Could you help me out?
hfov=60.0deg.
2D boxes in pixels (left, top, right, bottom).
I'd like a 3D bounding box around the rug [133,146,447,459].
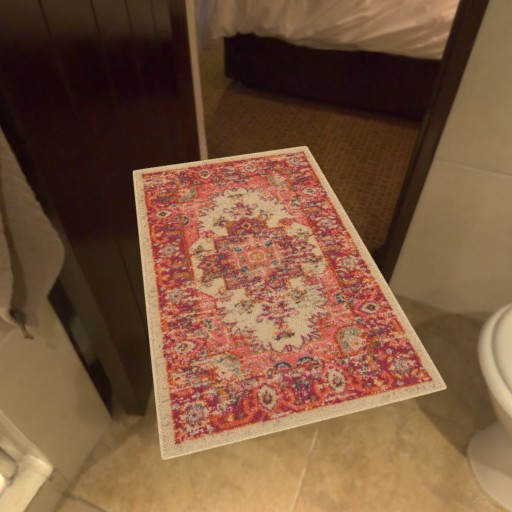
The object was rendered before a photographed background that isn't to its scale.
[{"bbox_3d":[0.000,0.000,1.106,0.556,0.004,0.868,-10,48,-9],"label":"rug"}]
